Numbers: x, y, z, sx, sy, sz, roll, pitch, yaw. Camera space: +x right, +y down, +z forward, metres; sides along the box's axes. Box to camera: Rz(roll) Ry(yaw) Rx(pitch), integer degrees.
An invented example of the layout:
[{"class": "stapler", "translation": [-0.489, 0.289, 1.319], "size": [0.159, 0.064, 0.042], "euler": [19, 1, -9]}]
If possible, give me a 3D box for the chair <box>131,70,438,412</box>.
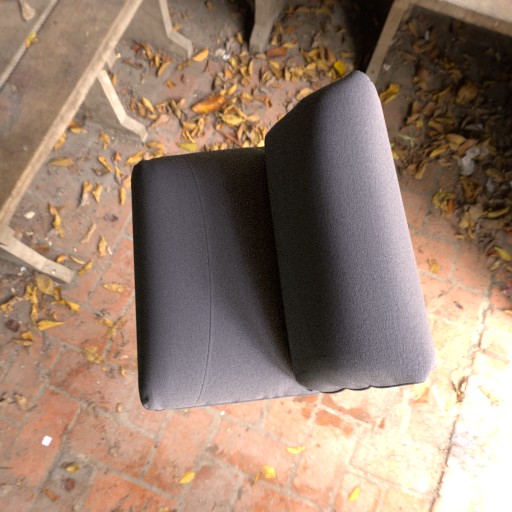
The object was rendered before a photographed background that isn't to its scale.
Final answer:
[{"class": "chair", "translation": [0.000, 0.000, 1.307], "size": [0.780, 0.580, 0.820], "euler": [-6, 74, -2]}]
